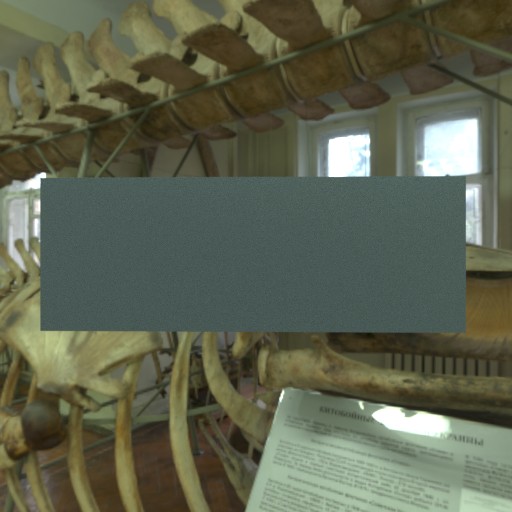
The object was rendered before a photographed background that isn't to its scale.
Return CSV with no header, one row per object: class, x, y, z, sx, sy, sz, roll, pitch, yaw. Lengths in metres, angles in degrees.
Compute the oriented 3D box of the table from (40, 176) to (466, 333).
table,0.000,0.000,1.234,0.801,0.299,0.801,0,0,1
